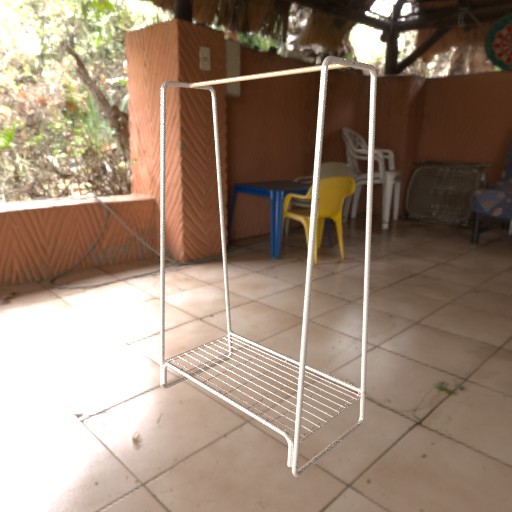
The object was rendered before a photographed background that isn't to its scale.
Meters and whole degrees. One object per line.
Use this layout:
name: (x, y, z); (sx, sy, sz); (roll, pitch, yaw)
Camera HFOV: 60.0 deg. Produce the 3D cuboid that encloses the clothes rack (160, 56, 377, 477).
clothes rack: (0.000, 0.000, 1.953); (0.900, 1.500, 0.495); (14, 20, 43)
